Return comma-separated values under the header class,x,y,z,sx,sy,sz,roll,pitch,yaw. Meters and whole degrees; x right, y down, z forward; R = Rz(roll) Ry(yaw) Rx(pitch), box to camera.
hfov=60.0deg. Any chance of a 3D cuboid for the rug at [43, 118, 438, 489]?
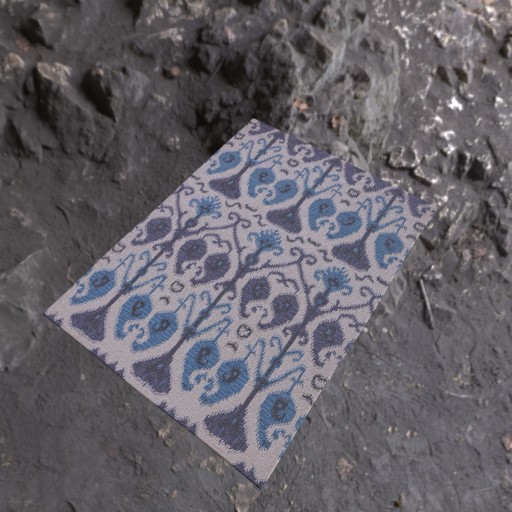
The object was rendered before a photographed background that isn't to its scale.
class,x,y,z,sx,sy,sz,roll,pitch,yaw
rug,0.000,0.000,2.997,1.676,0.013,2.261,31,62,19
